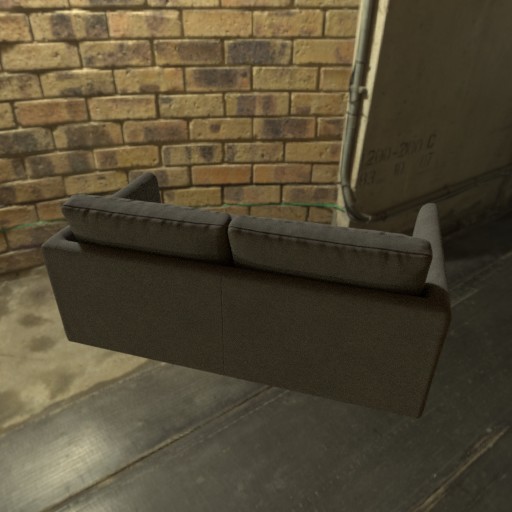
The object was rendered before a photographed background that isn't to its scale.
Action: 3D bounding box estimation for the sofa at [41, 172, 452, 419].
[{"bbox_3d":[0.000,0.000,2.482,1.909,0.845,1.091,9,32,14],"label":"sofa"}]
